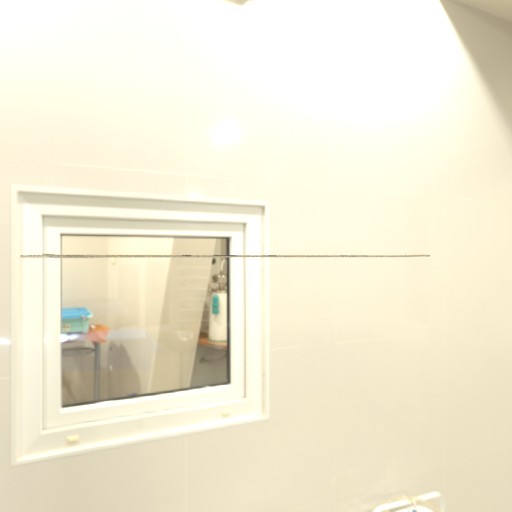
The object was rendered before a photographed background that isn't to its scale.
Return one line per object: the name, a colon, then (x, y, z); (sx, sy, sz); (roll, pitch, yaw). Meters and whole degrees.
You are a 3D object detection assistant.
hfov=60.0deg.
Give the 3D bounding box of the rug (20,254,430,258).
rug: (0.000, 0.000, 2.511); (2.301, 0.017, 0.692); (0, 0, -35)
